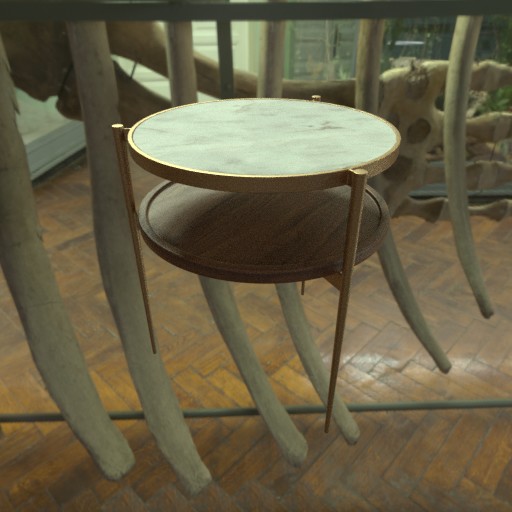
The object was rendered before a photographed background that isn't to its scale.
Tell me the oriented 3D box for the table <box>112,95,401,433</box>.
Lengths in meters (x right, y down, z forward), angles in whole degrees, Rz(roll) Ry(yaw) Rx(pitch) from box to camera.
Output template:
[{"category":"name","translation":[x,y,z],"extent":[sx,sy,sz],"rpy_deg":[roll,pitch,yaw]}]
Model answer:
[{"category":"table","translation":[0.000,0.000,0.836],"extent":[0.456,0.493,0.430],"rpy_deg":[-1,32,-1]}]
